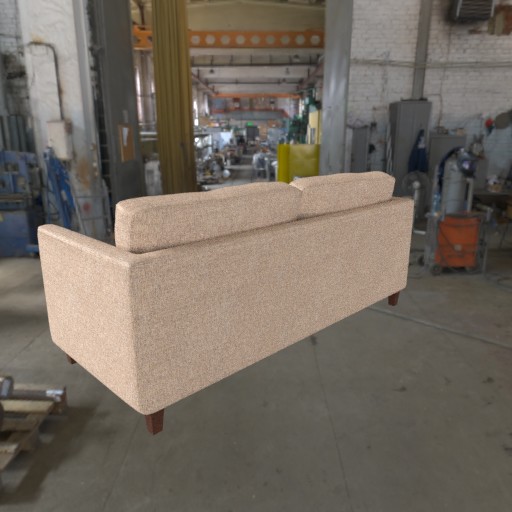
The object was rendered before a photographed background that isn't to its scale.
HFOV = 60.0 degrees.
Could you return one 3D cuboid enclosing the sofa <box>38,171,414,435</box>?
[{"bbox_3d":[0.000,0.000,2.701,2.208,0.965,0.951,-15,22,-43],"label":"sofa"}]
